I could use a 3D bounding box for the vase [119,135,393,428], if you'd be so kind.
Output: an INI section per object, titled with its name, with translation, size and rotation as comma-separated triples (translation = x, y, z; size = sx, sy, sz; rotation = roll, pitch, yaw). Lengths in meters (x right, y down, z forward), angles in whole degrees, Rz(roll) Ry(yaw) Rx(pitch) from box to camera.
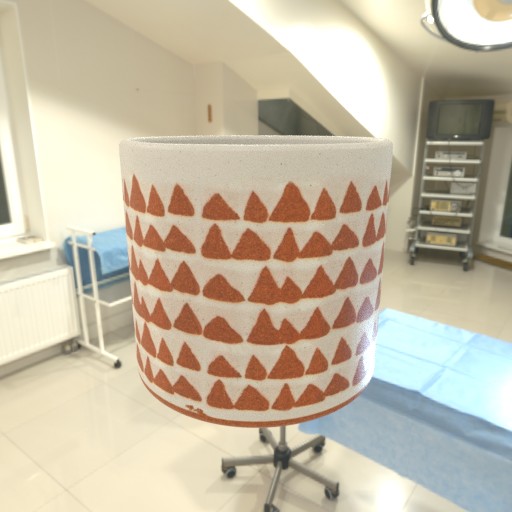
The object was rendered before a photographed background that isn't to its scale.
[vase]
translation = 0.000, 0.000, 0.247
size = 0.137, 0.127, 0.137
rotation = 0, 16, 0
